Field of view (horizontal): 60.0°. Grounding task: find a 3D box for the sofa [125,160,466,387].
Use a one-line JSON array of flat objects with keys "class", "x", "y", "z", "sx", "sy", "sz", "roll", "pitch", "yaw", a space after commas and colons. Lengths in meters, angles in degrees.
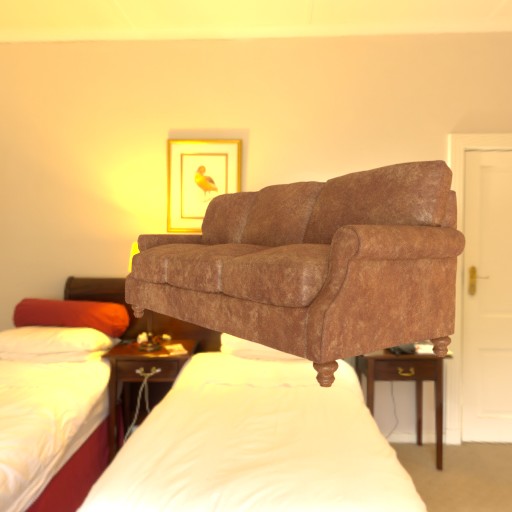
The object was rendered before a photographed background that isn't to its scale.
[{"class": "sofa", "x": 0.000, "y": 0.000, "z": 2.824, "sx": 0.973, "sy": 0.977, "sz": 2.351, "roll": -1, "pitch": 2, "yaw": -36}]
